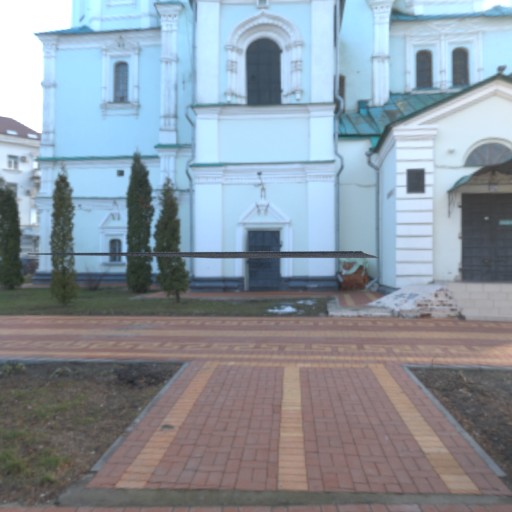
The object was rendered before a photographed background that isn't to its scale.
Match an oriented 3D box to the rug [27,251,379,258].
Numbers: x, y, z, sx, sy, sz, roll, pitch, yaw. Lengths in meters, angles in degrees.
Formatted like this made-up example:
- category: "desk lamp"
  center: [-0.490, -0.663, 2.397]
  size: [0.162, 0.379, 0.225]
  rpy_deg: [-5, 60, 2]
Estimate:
- category: "rug"
  center: [0.000, 0.000, 2.197]
  size: [1.135, 0.010, 1.740]
  rpy_deg: [0, -1, 17]
